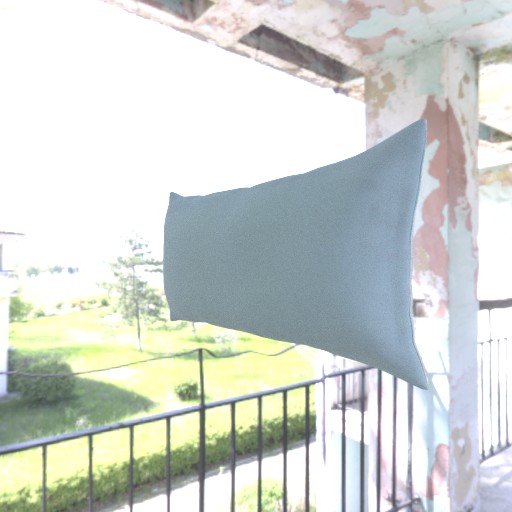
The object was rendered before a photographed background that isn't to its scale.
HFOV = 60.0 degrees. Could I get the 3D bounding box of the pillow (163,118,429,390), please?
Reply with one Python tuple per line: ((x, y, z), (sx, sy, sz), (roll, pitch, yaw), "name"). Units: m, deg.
((0.000, 0.000, 0.712), (0.151, 0.287, 0.610), (0, -1, -37), "pillow")
